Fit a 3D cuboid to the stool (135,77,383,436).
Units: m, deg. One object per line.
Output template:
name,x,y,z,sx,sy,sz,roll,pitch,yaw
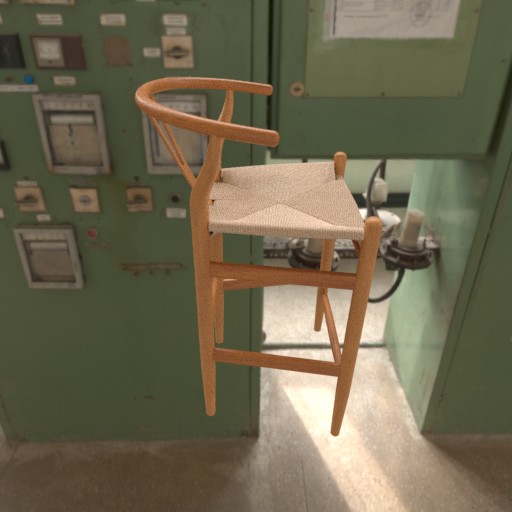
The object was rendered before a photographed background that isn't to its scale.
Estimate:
stool,0.000,0.000,1.331,0.579,0.970,0.569,0,30,0
